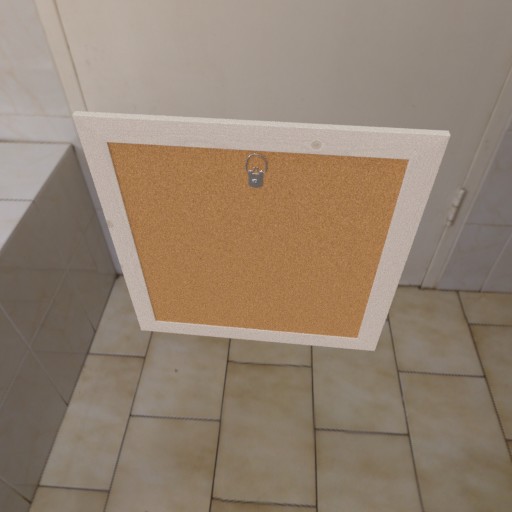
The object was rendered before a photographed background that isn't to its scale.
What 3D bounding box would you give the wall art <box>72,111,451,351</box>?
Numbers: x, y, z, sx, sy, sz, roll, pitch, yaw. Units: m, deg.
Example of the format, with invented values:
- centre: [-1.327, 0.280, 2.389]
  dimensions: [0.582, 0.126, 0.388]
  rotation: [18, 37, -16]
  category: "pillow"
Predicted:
- centre: [0.000, 0.000, 0.877]
  dimensions: [0.572, 0.577, 0.015]
  rotation: [4, 46, 4]
  category: "wall art"
